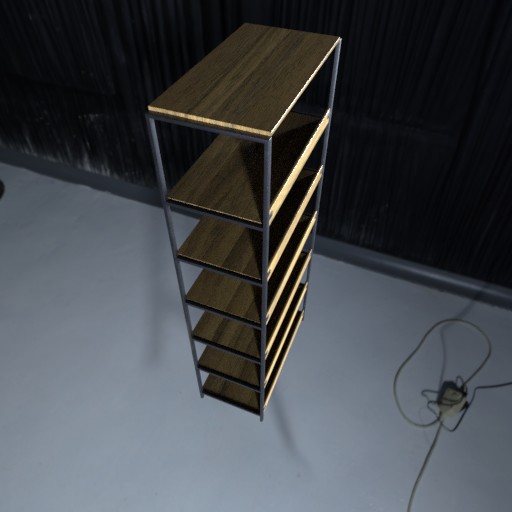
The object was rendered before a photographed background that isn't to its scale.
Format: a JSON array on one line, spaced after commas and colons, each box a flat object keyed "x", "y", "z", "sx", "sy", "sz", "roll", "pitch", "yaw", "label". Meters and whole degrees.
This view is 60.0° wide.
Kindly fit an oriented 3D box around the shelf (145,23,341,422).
[{"x": 0.000, "y": 0.000, "z": 2.361, "sx": 0.431, "sy": 2.015, "sz": 0.847, "roll": 16, "pitch": 49, "yaw": 15, "label": "shelf"}]
